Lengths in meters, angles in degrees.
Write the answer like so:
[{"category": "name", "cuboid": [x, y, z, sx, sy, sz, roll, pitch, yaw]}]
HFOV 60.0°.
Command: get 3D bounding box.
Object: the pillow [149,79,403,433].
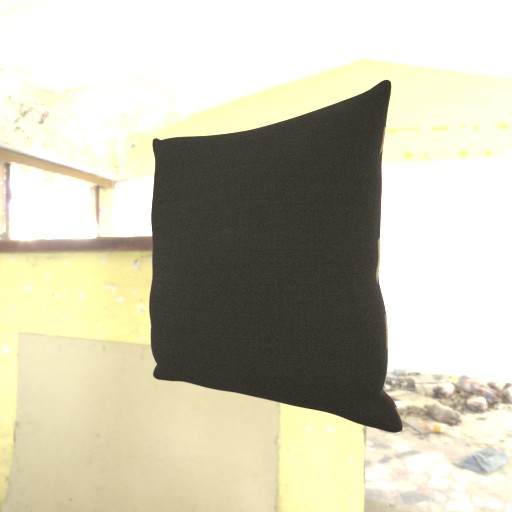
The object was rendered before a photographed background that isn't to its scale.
[{"category": "pillow", "cuboid": [0.000, 0.000, 0.765, 0.503, 0.496, 0.208, 0, -1, 35]}]
